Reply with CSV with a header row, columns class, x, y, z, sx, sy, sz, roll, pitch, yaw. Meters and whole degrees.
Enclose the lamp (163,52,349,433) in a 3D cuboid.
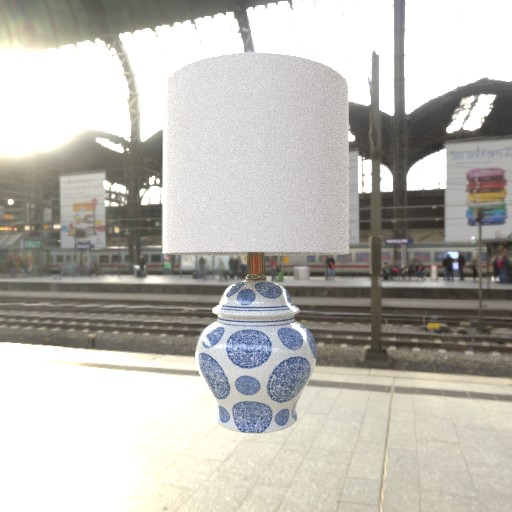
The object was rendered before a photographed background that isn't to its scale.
class,x,y,z,sx,sy,sz,roll,pitch,yaw
lamp,0.000,0.000,0.521,0.215,0.381,0.215,0,-1,16
